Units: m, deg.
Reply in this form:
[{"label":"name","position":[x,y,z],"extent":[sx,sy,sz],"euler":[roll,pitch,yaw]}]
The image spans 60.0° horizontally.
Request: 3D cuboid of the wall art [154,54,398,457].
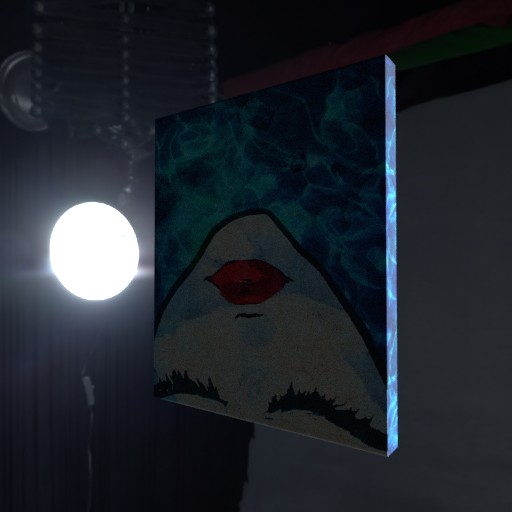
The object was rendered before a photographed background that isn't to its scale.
[{"label":"wall art","position":[0.000,0.000,0.699],"extent":[0.432,0.508,0.038],"euler":[-1,-1,36]}]
